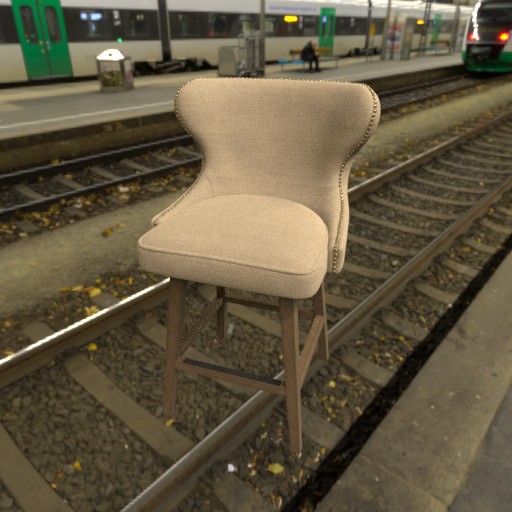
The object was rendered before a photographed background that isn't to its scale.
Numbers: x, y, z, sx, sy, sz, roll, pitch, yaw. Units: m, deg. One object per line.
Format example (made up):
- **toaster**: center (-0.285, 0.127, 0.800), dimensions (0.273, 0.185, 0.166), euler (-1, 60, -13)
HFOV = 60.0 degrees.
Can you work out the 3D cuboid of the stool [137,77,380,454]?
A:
- **stool**: center (0.000, 0.000, 1.359), dimensions (0.615, 0.972, 0.597), euler (9, 28, 17)
